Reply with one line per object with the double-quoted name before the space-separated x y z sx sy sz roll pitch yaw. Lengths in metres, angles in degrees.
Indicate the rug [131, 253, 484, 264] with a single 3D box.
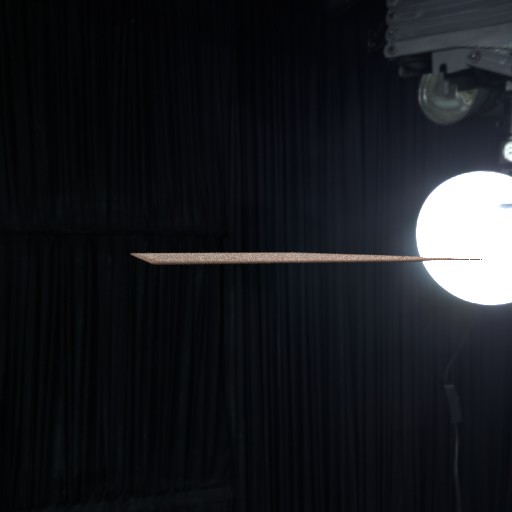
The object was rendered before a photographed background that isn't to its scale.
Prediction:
"rug" 0.000 0.000 2.931 1.524 0.011 2.286 0 1 -18
